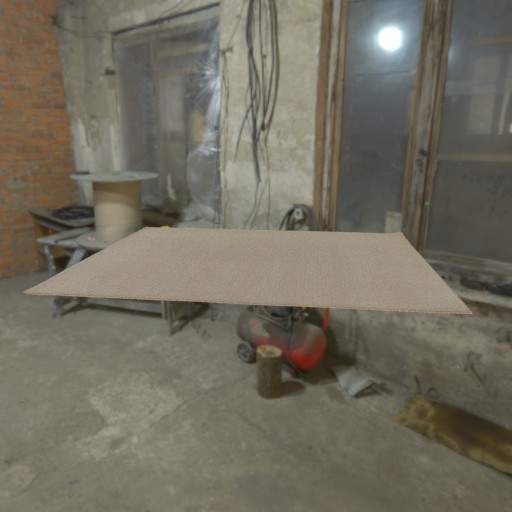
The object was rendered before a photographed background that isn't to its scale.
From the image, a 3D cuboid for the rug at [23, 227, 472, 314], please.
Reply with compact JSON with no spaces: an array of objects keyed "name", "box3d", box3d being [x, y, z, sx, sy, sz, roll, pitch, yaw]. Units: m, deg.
[{"name":"rug","box3d":[0.000,0.000,3.898,2.897,0.035,2.277,2,15,7]}]
